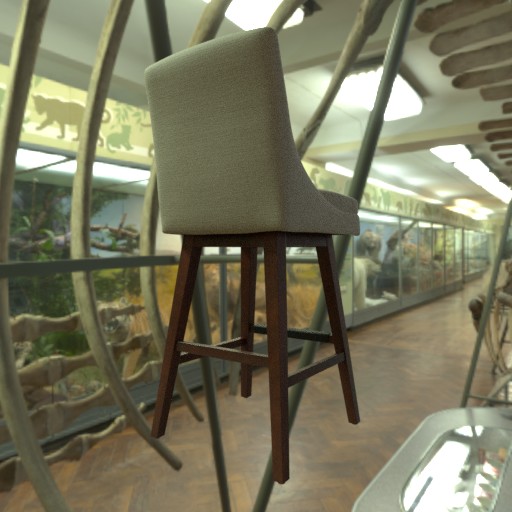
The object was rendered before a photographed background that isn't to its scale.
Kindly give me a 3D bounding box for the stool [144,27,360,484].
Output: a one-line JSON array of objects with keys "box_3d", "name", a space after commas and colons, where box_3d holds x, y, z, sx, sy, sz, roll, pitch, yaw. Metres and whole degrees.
[{"box_3d": [0.000, 0.000, 1.366, 0.470, 1.097, 0.559, 1, 1, 35], "name": "stool"}]
